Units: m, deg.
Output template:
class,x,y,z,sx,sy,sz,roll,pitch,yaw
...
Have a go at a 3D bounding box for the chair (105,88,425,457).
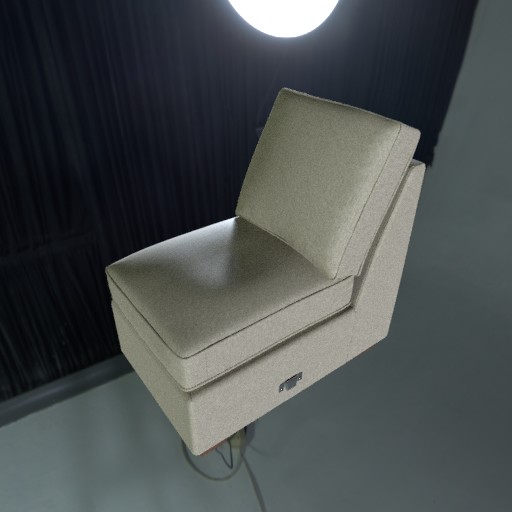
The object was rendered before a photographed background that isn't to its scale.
class,x,y,z,sx,sy,sz,roll,pitch,yaw
chair,0.000,0.000,1.719,1.020,1.058,0.674,-22,39,-30
